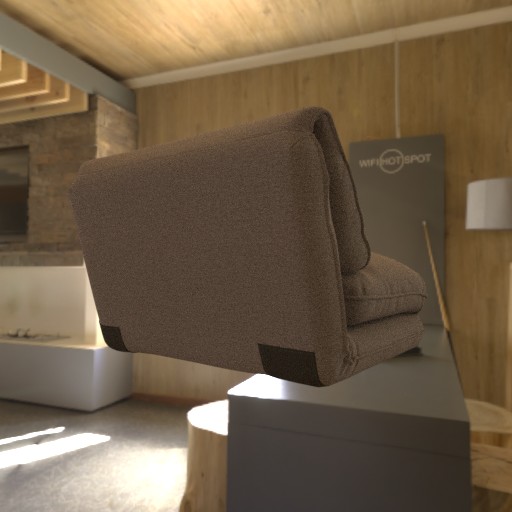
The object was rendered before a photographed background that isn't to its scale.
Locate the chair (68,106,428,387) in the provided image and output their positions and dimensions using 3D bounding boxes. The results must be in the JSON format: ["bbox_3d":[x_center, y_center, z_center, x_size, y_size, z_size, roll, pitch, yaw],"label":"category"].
[{"bbox_3d":[0.000,0.000,1.331,0.820,0.580,0.780,-1,-2,36],"label":"chair"}]
